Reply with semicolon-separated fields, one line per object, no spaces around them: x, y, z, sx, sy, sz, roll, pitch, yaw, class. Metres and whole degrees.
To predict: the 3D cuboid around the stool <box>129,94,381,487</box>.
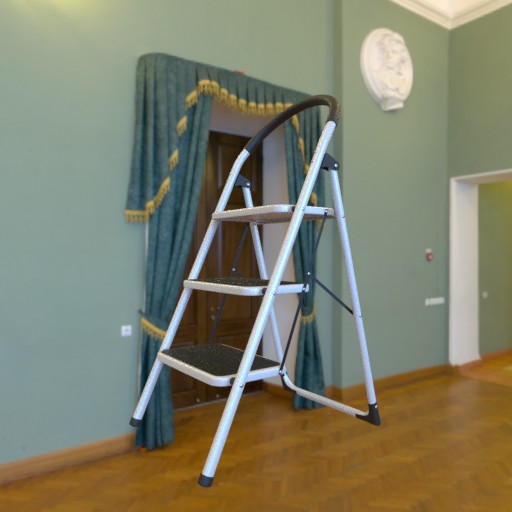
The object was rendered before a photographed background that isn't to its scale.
0.000;0.000;1.437;0.676;1.109;0.485;0;1;-36;stool
